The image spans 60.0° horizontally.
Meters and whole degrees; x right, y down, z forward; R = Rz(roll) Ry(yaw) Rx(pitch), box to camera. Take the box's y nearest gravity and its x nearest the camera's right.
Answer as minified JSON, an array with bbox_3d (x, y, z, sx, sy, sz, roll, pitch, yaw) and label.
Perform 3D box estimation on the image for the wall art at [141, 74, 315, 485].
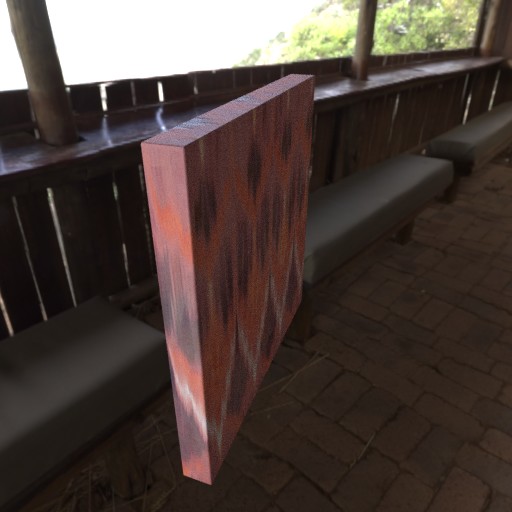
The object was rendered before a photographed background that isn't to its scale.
[{"bbox_3d":[0.000,0.000,0.596,0.038,0.406,0.403,10,31,18],"label":"wall art"}]
